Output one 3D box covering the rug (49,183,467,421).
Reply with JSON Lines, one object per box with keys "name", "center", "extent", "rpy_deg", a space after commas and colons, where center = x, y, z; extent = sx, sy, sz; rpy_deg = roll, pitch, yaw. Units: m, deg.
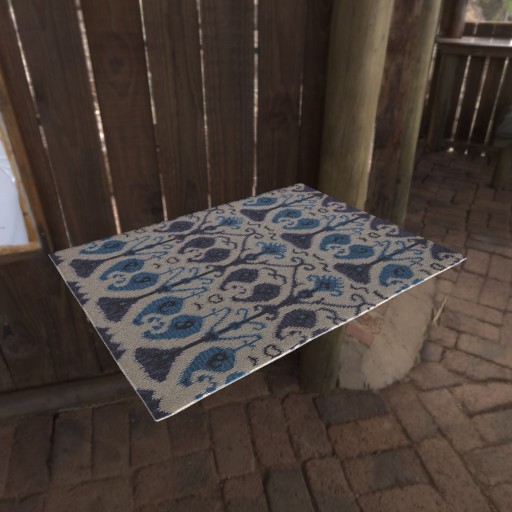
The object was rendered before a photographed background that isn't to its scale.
{"name": "rug", "center": [0.000, 0.000, 4.264], "extent": [3.228, 0.024, 2.443], "rpy_deg": [-20, 36, -31]}
